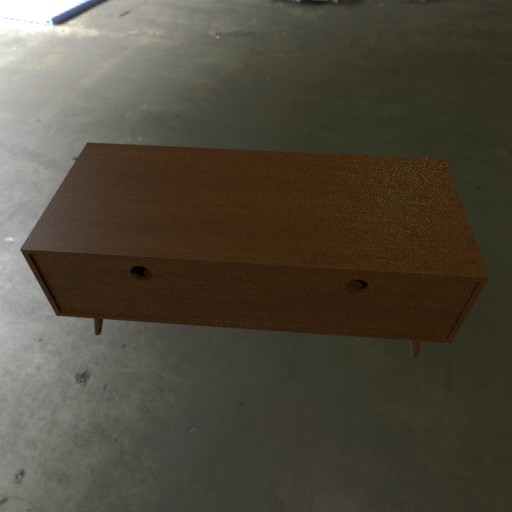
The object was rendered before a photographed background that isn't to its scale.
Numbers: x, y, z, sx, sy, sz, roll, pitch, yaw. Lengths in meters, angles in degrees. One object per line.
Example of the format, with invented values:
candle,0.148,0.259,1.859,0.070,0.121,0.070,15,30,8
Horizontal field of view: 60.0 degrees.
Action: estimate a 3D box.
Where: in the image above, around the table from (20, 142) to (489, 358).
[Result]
table,0.000,0.000,1.390,1.119,0.464,0.490,3,47,3
